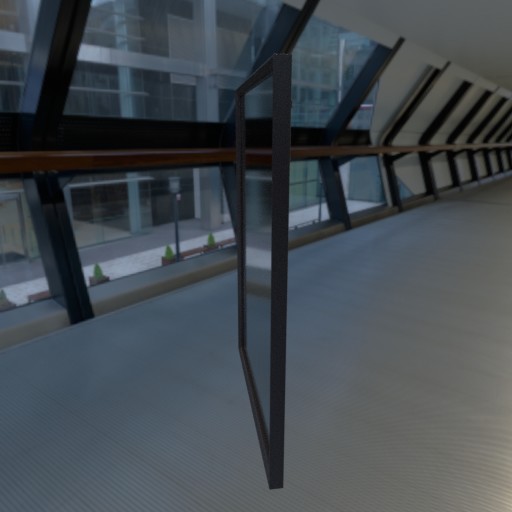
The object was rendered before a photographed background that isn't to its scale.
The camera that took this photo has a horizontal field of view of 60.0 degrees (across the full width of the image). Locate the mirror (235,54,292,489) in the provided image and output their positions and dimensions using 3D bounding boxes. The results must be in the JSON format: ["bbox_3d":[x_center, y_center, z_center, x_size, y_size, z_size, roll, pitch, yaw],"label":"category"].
[{"bbox_3d":[0.000,0.000,1.350,0.041,1.016,0.762,-2,16,-8],"label":"mirror"}]
